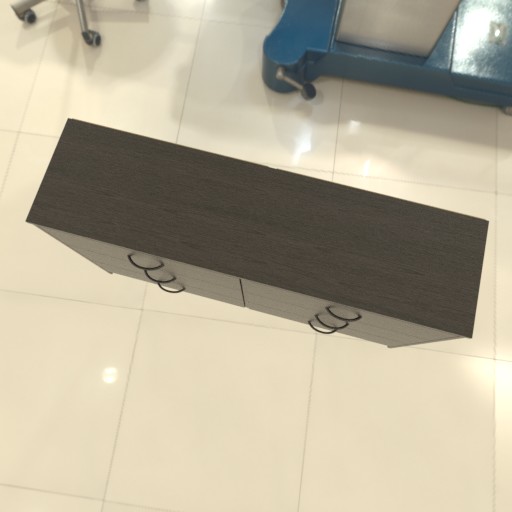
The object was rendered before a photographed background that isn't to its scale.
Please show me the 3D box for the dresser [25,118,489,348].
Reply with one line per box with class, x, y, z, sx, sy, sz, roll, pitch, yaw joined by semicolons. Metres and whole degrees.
dresser;0.000;0.000;1.707;1.360;0.755;0.401;14;76;4
